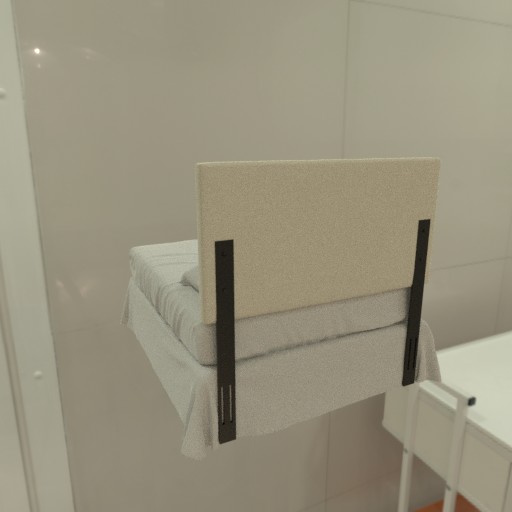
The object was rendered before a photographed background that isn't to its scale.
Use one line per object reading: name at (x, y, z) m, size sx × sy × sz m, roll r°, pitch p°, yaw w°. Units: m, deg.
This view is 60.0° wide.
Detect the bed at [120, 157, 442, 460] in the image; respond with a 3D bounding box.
bed at (0.000, 0.000, 3.536) m, size 1.936 × 1.577 × 2.222 m, roll -7°, pitch 16°, yaw -25°
